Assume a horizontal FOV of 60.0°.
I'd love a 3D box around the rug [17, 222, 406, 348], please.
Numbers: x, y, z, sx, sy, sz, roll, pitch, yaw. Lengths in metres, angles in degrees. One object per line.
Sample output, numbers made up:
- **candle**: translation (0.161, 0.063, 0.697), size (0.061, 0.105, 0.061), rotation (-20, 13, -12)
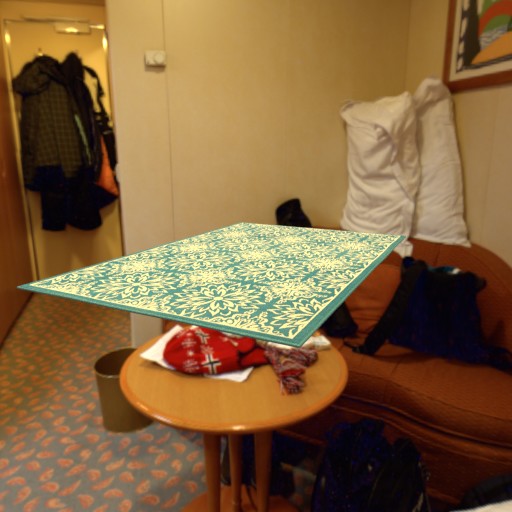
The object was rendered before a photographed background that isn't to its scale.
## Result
- **rug**: translation (0.000, 0.000, 3.468), size (1.830, 0.018, 2.769), rotation (7, 15, 26)
